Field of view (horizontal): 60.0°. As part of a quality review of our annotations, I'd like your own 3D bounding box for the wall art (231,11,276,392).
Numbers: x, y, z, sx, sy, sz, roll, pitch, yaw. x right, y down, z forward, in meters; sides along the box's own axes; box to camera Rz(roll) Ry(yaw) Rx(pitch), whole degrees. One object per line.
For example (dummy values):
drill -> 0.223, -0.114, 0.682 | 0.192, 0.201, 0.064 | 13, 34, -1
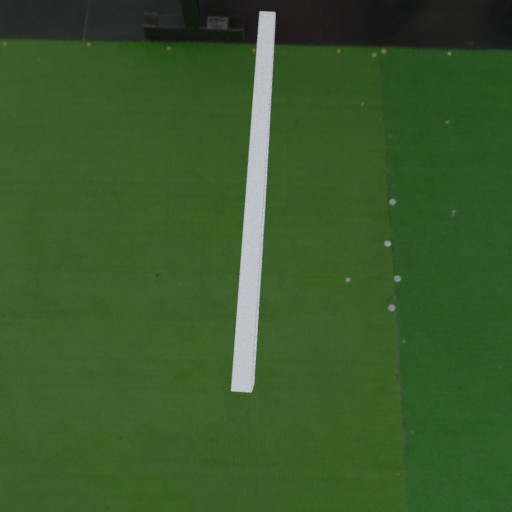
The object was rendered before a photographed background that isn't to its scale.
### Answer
wall art -> 0.000, 0.000, 0.590 | 0.015, 0.477, 0.332 | 4, 75, 1
